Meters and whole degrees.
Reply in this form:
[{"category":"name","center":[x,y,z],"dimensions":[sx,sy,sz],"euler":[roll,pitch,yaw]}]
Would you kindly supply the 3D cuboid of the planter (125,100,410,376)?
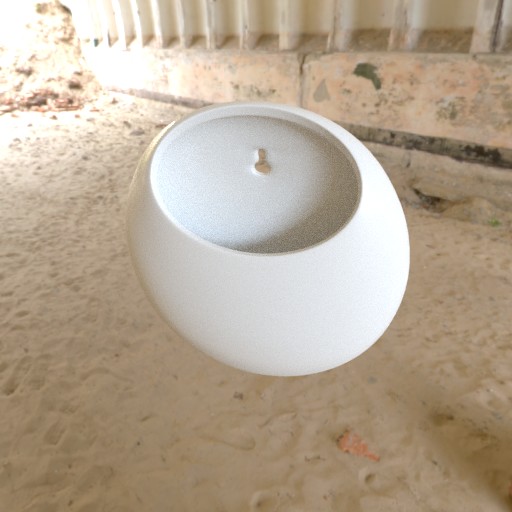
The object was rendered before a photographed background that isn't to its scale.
[{"category":"planter","center":[0.000,0.000,0.282],"dimensions":[0.185,0.188,0.043],"euler":[7,27,15]}]
